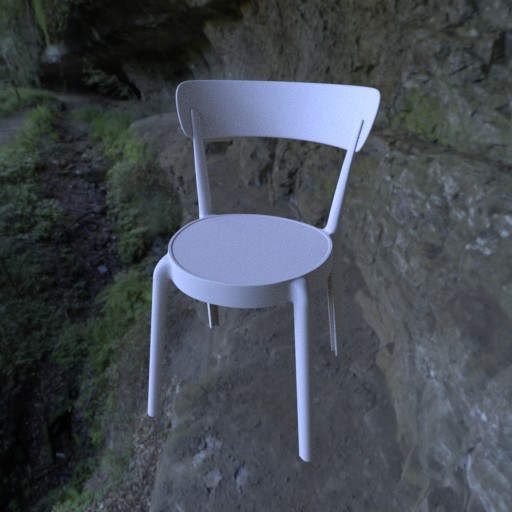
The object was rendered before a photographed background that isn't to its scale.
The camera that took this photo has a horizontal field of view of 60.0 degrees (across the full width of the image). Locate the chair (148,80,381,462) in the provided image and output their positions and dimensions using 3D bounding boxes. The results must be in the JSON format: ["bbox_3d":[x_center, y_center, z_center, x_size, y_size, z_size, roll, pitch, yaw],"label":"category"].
[{"bbox_3d":[0.000,0.000,1.131,0.506,0.790,0.491,9,29,17],"label":"chair"}]
